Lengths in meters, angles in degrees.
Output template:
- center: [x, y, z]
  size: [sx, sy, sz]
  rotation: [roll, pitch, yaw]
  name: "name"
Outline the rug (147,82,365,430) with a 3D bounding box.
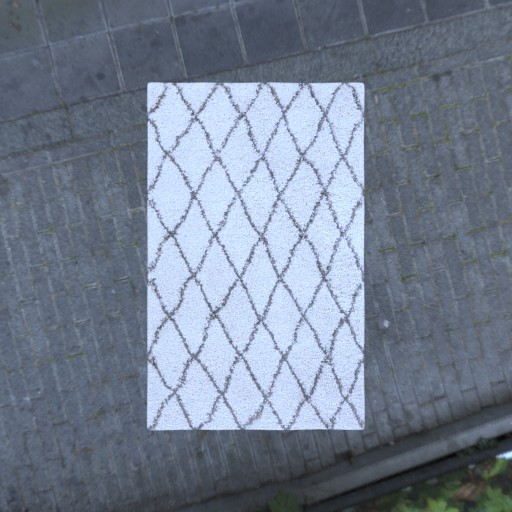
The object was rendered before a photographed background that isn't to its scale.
- center: [0.000, 0.000, 3.115]
  size: [1.524, 0.030, 2.438]
  rotation: [0, 90, 0]
  name: "rug"
